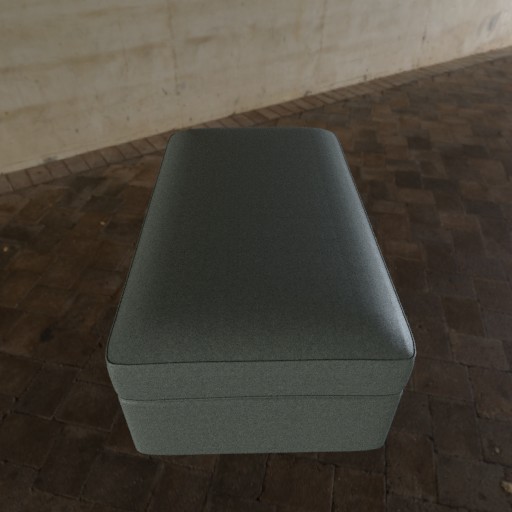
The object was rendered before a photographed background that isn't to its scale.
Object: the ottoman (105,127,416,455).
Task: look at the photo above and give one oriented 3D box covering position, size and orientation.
[{"bbox_3d":[0.000,0.000,1.497,0.681,0.494,1.173,-1,40,-1],"label":"ottoman"}]
